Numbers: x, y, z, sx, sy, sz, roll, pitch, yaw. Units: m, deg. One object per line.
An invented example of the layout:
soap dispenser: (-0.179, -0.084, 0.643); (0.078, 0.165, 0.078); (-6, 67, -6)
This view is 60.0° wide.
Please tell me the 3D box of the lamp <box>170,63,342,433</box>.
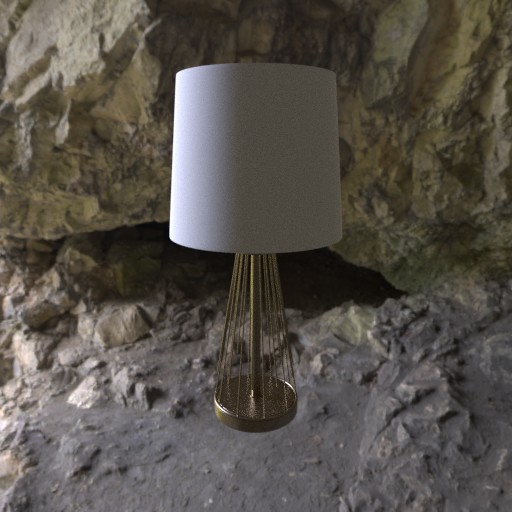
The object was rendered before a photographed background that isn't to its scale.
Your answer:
lamp: (0.000, 0.000, 0.802); (0.303, 0.618, 0.303); (0, 14, 0)
